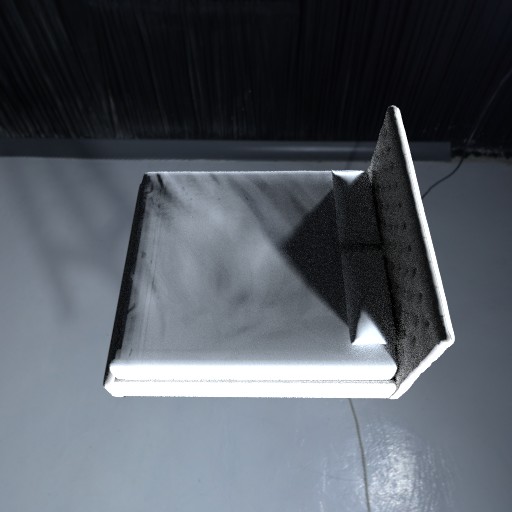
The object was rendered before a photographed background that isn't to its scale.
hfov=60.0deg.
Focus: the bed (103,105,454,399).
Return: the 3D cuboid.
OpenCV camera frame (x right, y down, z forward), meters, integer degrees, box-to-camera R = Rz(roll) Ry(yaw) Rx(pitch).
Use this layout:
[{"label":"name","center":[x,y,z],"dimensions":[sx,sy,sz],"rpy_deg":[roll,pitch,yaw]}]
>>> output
[{"label":"bed","center":[0.000,0.000,3.722],"dimensions":[2.387,1.427,2.078],"rpy_deg":[0,58,0]}]
